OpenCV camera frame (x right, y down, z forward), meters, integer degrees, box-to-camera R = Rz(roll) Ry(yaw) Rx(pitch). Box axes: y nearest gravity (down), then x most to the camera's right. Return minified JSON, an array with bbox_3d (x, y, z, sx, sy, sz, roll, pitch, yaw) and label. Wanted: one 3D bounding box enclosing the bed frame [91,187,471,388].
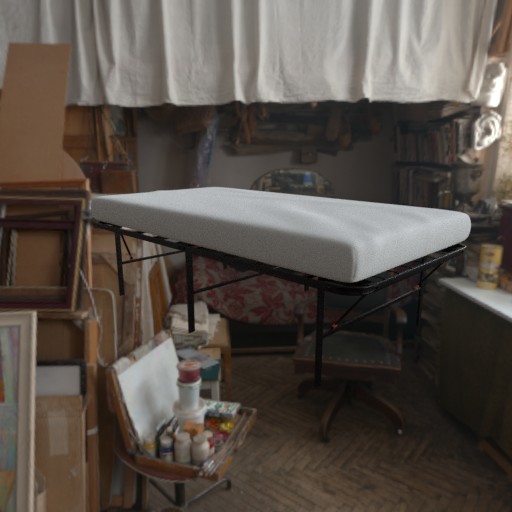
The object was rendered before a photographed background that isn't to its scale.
[{"bbox_3d":[0.000,0.000,2.435,0.989,0.619,1.903,-14,19,-43],"label":"bed frame"}]
